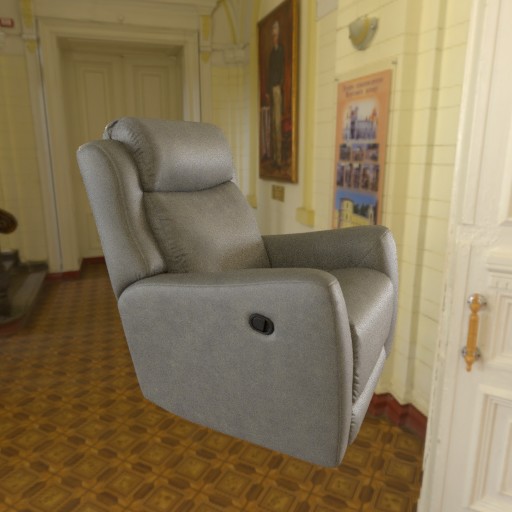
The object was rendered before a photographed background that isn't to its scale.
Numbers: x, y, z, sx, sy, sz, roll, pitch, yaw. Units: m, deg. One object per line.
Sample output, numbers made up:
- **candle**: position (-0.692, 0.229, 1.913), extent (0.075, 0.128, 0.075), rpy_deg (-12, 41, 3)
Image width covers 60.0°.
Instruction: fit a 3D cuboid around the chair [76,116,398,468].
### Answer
- **chair**: position (0.000, 0.000, 1.862), extent (1.068, 1.116, 0.965), rpy_deg (7, 15, 26)
